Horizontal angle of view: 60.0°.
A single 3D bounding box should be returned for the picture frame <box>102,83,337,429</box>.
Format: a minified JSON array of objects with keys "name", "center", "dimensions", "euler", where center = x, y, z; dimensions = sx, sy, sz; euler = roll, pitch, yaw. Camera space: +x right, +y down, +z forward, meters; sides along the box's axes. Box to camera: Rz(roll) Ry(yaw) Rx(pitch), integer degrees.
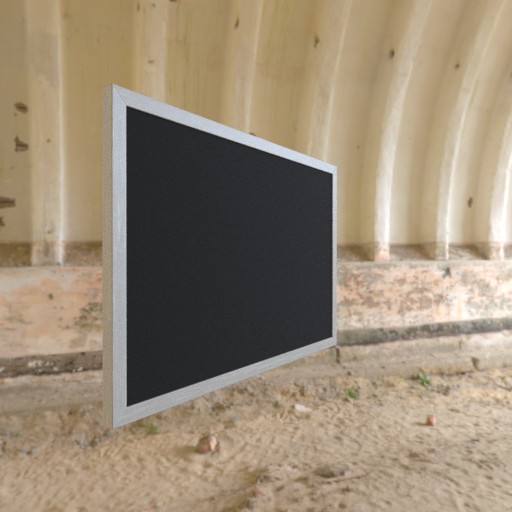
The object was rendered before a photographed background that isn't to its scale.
[{"name":"picture frame","center":[0.000,0.000,1.213],"dimensions":[0.029,0.640,0.950],"euler":[0,0,36]}]
